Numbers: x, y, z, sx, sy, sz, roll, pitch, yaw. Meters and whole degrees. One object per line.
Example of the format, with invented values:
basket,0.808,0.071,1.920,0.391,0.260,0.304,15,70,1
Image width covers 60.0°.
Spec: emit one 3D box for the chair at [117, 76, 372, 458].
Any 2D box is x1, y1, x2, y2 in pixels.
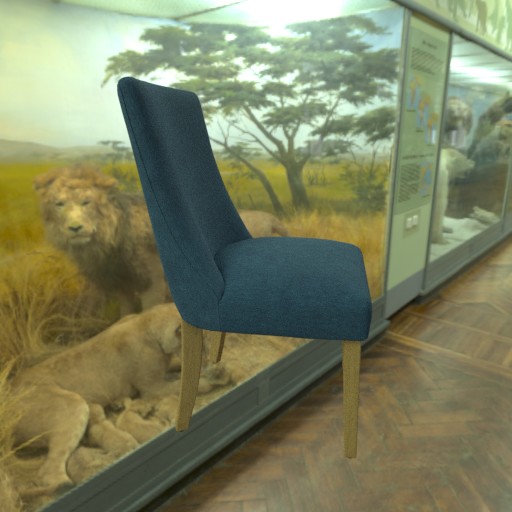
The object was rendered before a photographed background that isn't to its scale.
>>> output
chair,0.000,0.000,1.234,0.609,0.902,0.495,3,16,10
